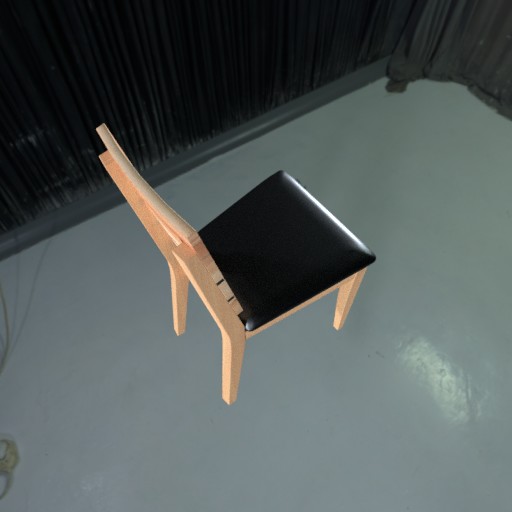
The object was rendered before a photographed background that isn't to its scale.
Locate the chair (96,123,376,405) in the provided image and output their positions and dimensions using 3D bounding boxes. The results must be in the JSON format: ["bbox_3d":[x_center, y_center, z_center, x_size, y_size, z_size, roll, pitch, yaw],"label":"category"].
[{"bbox_3d":[0.000,0.000,1.193,0.520,0.940,0.410,-33,63,-19],"label":"chair"}]
